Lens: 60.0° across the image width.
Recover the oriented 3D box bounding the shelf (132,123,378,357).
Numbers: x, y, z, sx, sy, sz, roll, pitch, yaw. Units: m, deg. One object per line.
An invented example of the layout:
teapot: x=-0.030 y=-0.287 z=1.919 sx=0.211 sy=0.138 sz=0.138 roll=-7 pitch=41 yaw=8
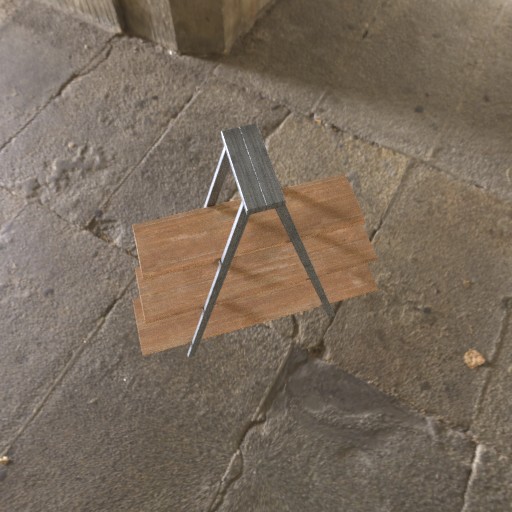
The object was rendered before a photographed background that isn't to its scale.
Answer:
shelf: x=0.000 y=0.000 z=2.650 sx=1.746 sy=1.808 sz=0.508 roll=-15 pitch=66 yaw=-7
